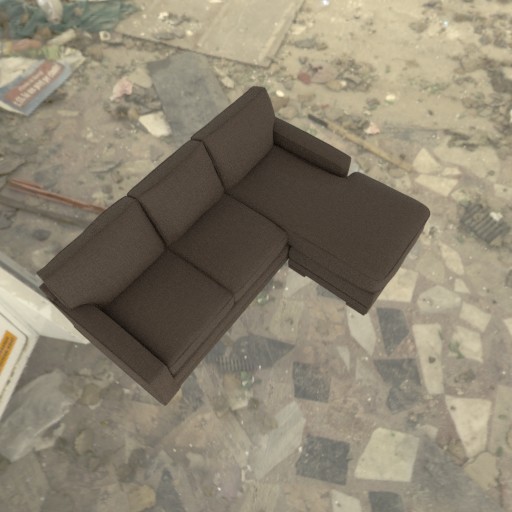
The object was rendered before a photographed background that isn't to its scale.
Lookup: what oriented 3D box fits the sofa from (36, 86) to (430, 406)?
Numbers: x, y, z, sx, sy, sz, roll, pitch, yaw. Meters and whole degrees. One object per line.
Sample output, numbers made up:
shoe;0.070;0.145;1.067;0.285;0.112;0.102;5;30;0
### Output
sofa;0.000;0.000;3.302;1.790;0.973;2.370;33;64;18
